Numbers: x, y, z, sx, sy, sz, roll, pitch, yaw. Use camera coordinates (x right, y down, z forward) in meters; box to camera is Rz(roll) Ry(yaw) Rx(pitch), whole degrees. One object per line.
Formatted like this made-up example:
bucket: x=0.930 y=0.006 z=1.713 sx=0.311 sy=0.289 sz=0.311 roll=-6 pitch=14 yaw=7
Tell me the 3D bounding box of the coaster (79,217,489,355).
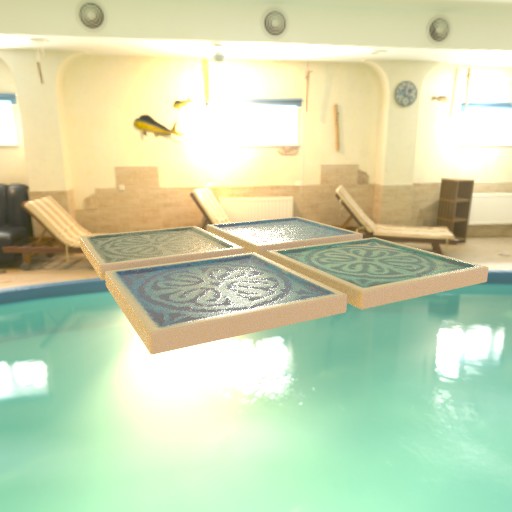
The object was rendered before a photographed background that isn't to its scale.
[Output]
coaster: x=0.000 y=0.000 z=0.322 sx=0.214 sy=0.010 sz=0.219 roll=-8 pitch=16 yaw=-27
